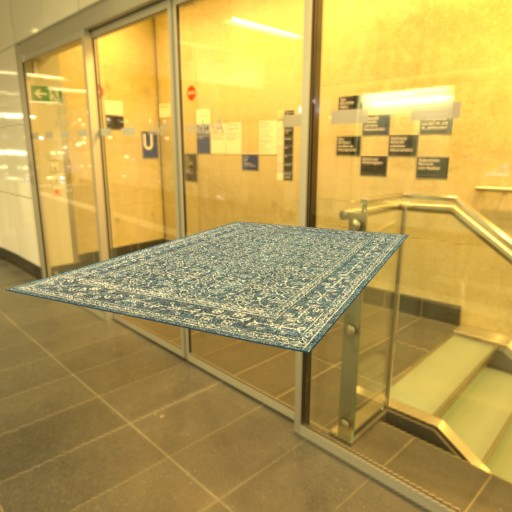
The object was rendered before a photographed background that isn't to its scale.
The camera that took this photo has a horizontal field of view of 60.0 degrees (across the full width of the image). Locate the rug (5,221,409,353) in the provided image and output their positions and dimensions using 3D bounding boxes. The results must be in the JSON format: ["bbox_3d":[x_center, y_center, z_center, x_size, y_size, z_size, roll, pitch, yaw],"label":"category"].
[{"bbox_3d":[0.000,0.000,2.191,1.200,0.005,1.819,7,15,25],"label":"rug"}]
